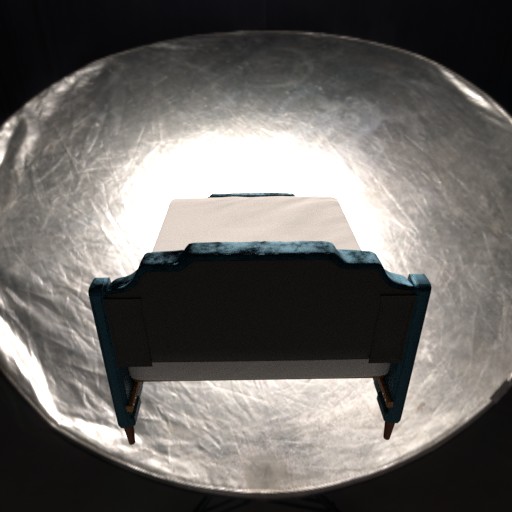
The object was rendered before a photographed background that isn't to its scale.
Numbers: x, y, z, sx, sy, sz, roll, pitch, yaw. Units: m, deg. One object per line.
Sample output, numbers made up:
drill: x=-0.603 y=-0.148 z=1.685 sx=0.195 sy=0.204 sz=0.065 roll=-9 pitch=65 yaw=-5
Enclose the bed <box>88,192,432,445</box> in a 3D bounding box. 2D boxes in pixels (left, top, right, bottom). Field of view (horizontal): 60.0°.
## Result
bed: x=0.000 y=0.000 z=3.374 sx=1.678 sy=1.338 sz=2.322 roll=-1 pitch=30 yaw=-1
